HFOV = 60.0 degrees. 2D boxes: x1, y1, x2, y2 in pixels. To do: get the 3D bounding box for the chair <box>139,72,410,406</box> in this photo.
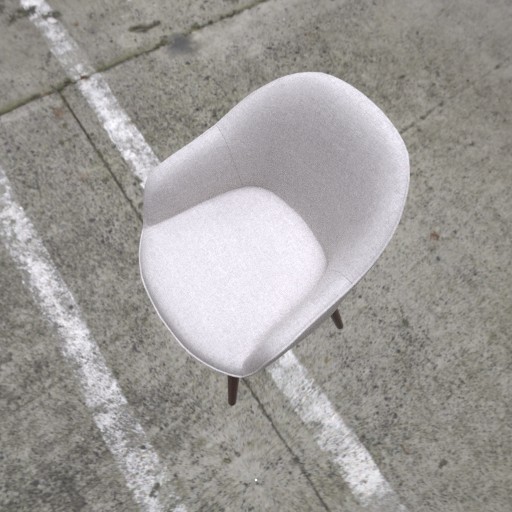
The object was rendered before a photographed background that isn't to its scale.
[{"bbox_3d":[0.000,0.000,1.269,0.635,0.823,0.596,-32,67,-15],"label":"chair"}]
